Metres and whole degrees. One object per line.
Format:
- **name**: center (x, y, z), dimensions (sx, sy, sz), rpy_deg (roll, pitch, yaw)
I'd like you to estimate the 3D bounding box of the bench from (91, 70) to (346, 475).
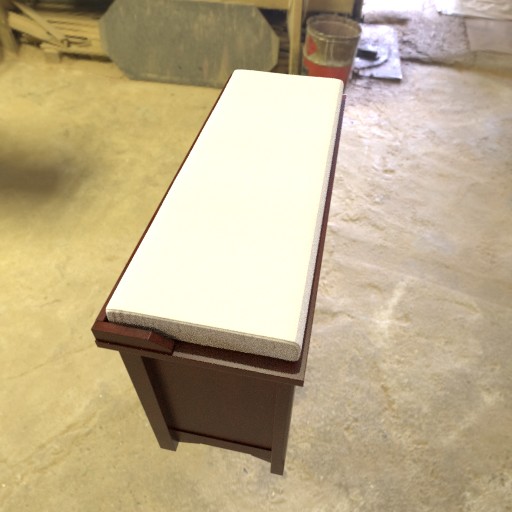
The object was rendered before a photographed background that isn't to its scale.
- **bench**: center (0.000, 0.000, 1.269), dimensions (0.369, 0.646, 0.987), rpy_deg (9, 48, 8)
